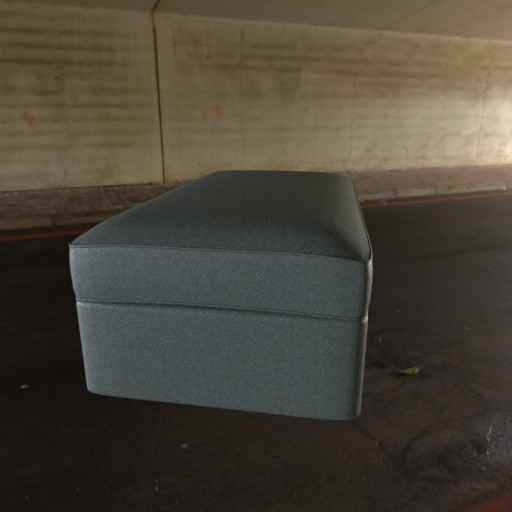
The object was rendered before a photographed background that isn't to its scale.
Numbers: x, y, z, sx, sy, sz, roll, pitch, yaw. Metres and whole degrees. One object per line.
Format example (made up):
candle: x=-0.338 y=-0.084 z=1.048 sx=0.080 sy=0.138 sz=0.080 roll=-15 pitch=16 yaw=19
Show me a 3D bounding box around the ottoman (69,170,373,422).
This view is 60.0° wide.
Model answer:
ottoman: x=0.000 y=0.000 z=1.530 sx=0.681 sy=0.494 sz=1.173 roll=3 pitch=18 yaw=9
